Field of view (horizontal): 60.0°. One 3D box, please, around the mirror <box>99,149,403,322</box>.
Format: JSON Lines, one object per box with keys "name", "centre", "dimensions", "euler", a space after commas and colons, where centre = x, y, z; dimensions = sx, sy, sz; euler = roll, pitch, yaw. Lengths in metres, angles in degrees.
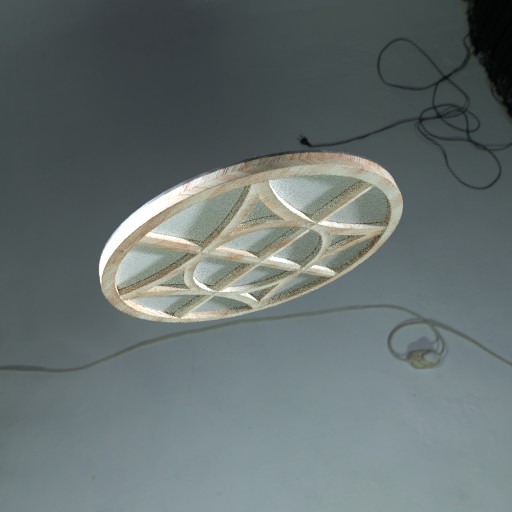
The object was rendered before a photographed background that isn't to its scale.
{"name": "mirror", "centre": [0.000, 0.000, 1.062], "dimensions": [0.710, 0.710, 0.038], "euler": [-14, 65, -7]}
